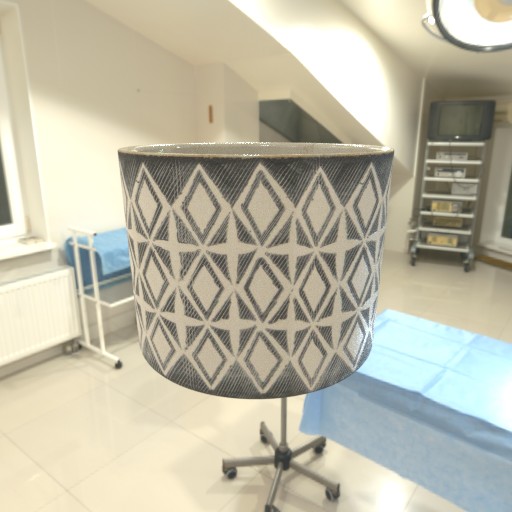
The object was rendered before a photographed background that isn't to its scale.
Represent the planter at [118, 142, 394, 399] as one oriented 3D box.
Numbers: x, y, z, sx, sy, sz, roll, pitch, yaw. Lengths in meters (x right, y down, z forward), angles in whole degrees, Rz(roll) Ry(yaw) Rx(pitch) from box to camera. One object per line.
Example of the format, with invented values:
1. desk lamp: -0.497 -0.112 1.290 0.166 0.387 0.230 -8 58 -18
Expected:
1. planter: 0.000 0.000 0.344 0.192 0.165 0.192 0 16 0
